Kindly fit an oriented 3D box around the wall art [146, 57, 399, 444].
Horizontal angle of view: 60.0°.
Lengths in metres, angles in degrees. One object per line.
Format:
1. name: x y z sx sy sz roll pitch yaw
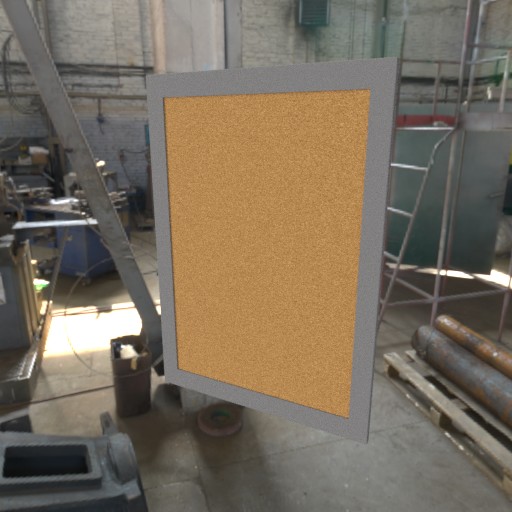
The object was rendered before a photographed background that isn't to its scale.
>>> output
1. wall art: 0.000 0.000 0.670 0.374 0.529 0.012 8 18 26
